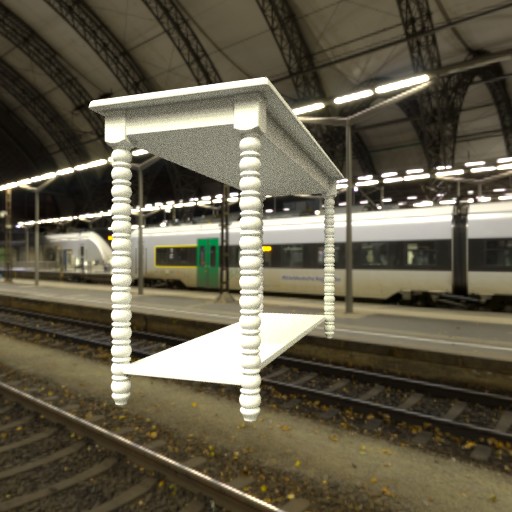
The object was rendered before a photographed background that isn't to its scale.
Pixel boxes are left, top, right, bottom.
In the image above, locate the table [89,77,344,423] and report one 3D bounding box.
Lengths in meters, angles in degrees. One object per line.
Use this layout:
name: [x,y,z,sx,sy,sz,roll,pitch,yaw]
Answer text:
table: [0.000,0.000,1.548,0.459,0.740,1.184,0,0,19]
